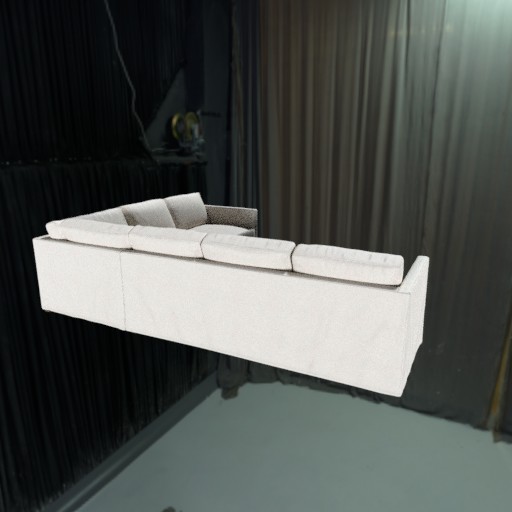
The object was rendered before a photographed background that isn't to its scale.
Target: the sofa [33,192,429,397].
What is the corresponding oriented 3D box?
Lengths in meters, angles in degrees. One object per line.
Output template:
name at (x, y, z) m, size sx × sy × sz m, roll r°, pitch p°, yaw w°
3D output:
sofa at (0.000, 0.000, 4.275) m, size 3.182 × 0.871 × 2.432 m, roll 7°, pitch 16°, yaw 26°
